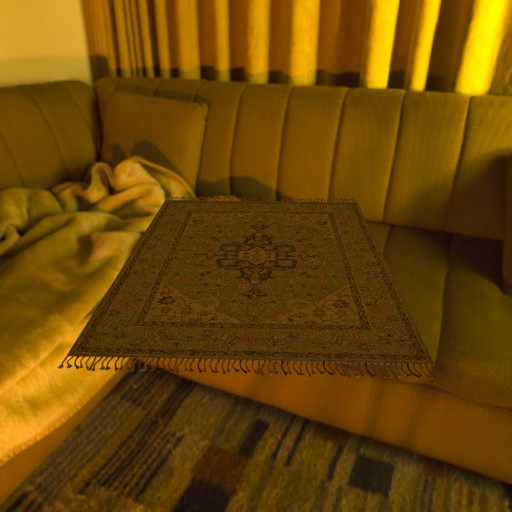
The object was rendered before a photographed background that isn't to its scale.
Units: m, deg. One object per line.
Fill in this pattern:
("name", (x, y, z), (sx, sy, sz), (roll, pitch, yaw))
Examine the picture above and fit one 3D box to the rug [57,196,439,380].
("rug", (0.000, 0.000, 3.436), (1.971, 0.010, 2.651), (1, 27, 2))
